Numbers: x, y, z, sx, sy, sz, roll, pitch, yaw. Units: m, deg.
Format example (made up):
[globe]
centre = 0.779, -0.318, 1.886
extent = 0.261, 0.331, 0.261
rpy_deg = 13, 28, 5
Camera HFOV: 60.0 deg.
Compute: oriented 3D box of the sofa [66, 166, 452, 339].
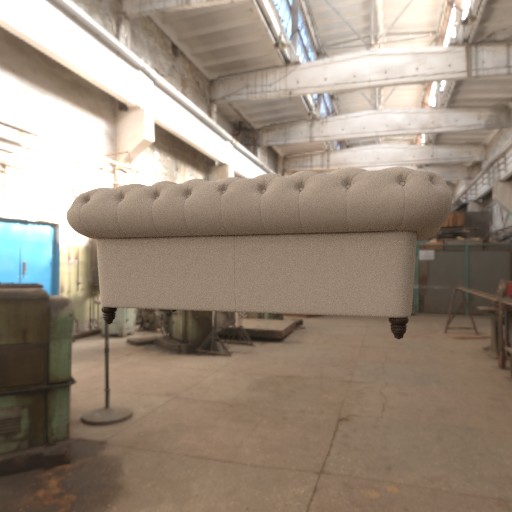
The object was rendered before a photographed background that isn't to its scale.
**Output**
[sofa]
centre = 0.000, 0.000, 2.500
extent = 1.998, 0.764, 0.986
rpy_deg = 0, -1, 19
